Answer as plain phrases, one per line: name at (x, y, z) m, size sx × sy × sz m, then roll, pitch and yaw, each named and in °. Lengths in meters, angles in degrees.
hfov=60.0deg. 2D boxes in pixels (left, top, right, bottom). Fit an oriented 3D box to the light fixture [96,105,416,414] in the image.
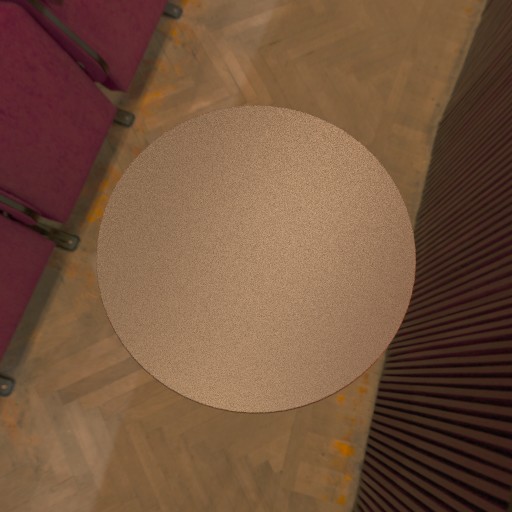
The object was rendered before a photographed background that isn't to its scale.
light fixture at (0.000, 0.000, 0.557) m, size 0.368 × 0.100 × 0.368 m, roll 0°, pitch 75°, yaw 0°
